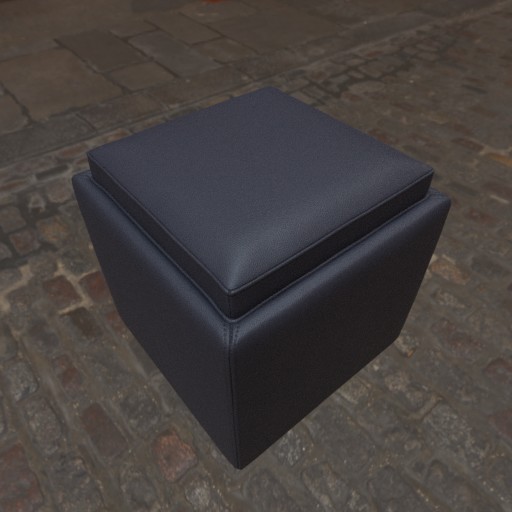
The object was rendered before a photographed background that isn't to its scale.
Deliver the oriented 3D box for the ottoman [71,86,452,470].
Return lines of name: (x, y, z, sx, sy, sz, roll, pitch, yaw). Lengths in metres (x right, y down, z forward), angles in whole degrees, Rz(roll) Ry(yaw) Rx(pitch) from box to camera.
ottoman: (0.000, 0.000, 0.814, 0.451, 0.460, 0.450, -30, 52, -27)
